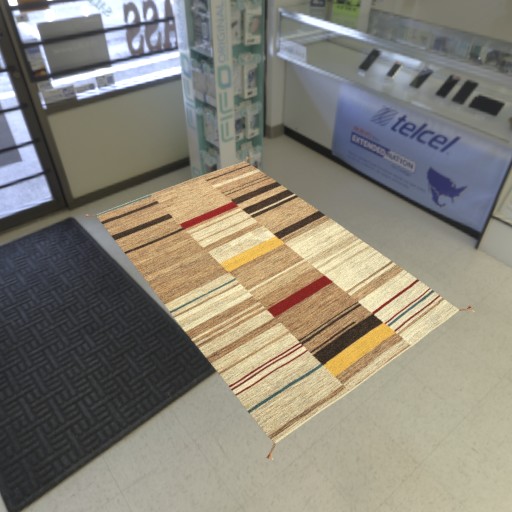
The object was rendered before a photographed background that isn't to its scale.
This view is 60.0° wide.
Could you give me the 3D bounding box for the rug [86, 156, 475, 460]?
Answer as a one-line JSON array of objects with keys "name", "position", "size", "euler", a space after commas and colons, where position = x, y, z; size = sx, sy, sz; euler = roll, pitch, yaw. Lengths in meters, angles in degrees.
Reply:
[{"name": "rug", "position": [0.000, 0.000, 2.456], "size": [1.268, 0.007, 1.918], "euler": [-26, 47, -26]}]
